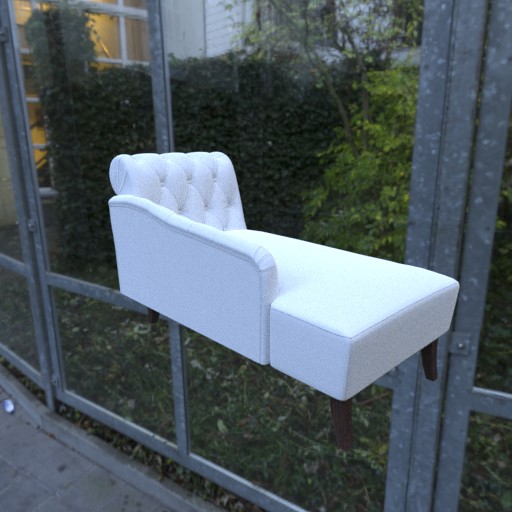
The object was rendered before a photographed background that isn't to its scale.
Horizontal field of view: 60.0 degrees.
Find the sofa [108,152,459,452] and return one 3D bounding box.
[{"bbox_3d":[0.000,0.000,1.797,0.675,0.787,1.379,-14,20,-42],"label":"sofa"}]
